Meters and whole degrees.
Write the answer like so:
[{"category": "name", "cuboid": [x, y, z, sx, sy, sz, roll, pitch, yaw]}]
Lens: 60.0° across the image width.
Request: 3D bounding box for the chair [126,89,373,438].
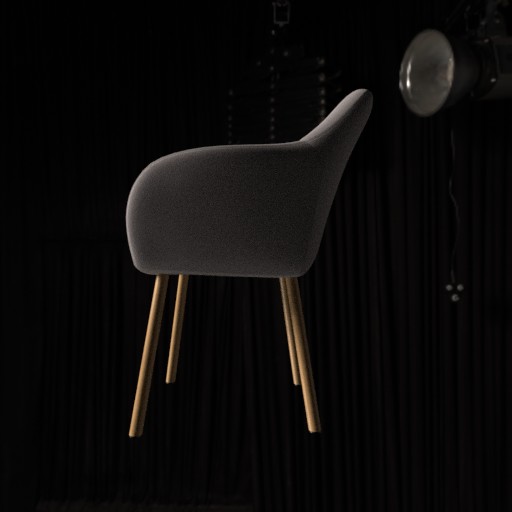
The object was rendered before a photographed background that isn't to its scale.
[{"category": "chair", "cuboid": [0.000, 0.000, 1.240, 0.590, 0.830, 0.570, 0, 0, 0]}]
